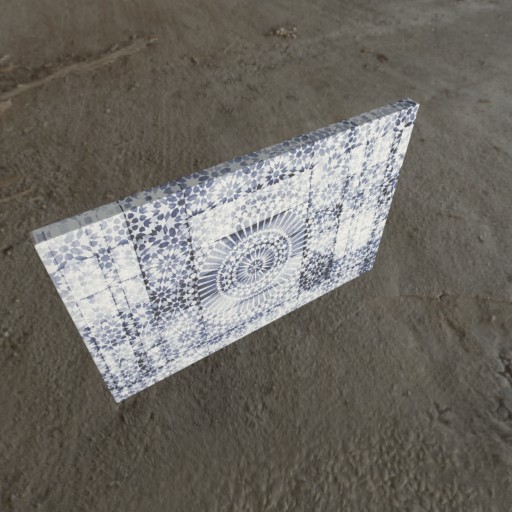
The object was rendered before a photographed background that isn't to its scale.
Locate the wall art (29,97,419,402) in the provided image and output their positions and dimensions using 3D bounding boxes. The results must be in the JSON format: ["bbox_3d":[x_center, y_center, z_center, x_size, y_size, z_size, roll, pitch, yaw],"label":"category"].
[{"bbox_3d":[0.000,0.000,0.766,0.608,0.406,0.030,-25,52,-21],"label":"wall art"}]
